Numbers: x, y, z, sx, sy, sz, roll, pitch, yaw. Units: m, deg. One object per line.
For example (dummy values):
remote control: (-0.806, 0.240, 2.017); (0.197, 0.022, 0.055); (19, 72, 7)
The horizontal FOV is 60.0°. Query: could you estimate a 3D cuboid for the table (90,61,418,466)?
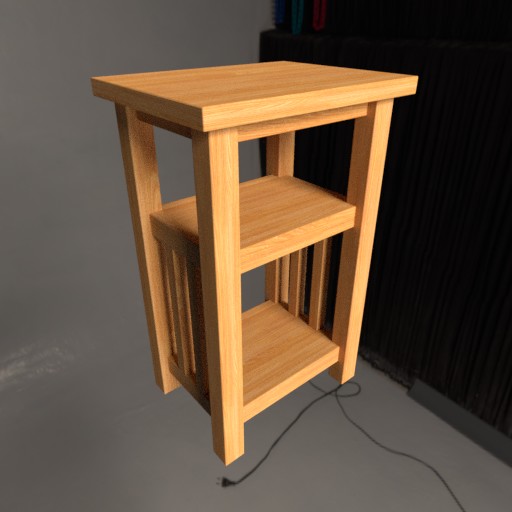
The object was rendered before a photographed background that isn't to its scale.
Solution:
table: (0.000, 0.000, 0.728); (0.350, 0.550, 0.270); (-22, 36, -34)
